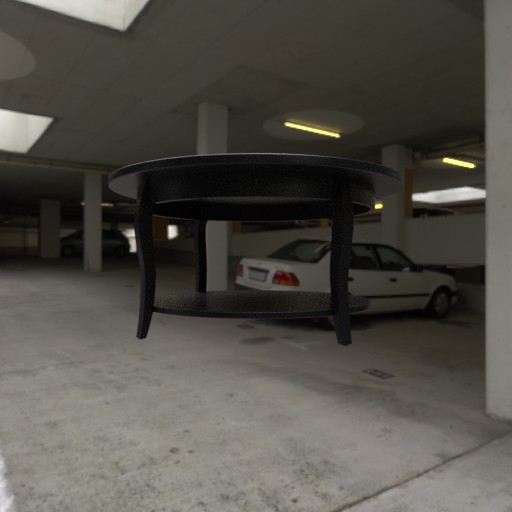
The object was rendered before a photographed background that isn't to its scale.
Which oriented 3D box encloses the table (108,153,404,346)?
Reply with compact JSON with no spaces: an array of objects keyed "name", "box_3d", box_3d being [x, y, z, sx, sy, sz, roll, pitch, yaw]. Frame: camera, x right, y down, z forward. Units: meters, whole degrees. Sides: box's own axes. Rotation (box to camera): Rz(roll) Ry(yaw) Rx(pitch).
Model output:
[{"name":"table","box_3d":[0.000,0.000,1.444,0.914,0.457,0.914,0,0,0]}]
